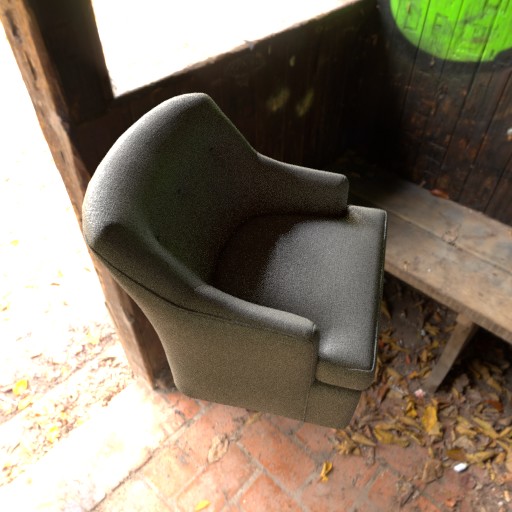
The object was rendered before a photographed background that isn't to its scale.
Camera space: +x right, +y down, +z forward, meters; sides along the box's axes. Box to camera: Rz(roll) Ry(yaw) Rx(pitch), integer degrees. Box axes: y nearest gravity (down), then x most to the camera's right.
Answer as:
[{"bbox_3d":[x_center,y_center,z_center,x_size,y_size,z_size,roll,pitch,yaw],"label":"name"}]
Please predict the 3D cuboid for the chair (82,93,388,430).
[{"bbox_3d":[0.000,0.000,1.611,0.923,0.856,0.864,10,46,10],"label":"chair"}]
